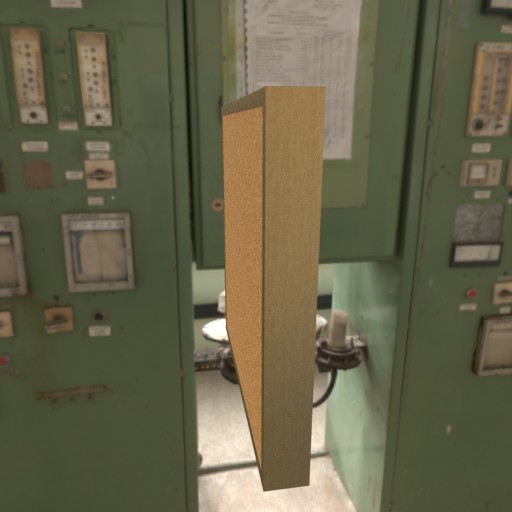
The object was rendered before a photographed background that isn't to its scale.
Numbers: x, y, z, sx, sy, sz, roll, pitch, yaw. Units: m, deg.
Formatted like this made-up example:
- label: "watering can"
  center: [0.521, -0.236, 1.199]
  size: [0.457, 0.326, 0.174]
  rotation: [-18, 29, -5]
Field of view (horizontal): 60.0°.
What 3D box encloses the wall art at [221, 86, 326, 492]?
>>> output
- label: "wall art"
  center: [0.000, 0.000, 0.460]
  size: [0.038, 0.305, 0.304]
  rotation: [-3, 16, -9]
